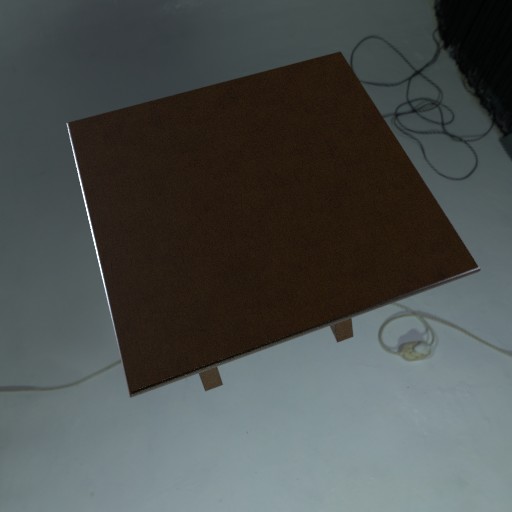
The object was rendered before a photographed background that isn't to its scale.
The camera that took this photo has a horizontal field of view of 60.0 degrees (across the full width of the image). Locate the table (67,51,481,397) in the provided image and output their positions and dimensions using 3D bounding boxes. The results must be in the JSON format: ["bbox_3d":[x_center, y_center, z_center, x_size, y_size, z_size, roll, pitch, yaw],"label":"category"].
[{"bbox_3d":[0.000,0.000,1.062,0.602,0.562,0.560,-18,65,-9],"label":"table"}]
